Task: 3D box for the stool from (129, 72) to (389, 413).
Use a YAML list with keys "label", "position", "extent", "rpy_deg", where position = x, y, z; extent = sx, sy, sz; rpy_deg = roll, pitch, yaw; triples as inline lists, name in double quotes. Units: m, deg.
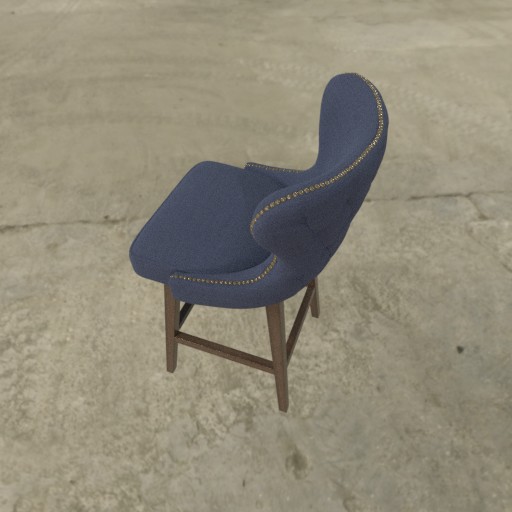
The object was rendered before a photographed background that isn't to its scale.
- label: "stool"
  position: [0.000, 0.000, 1.351]
  extent: [0.597, 0.972, 0.615]
  rpy_deg: [15, 48, 14]
